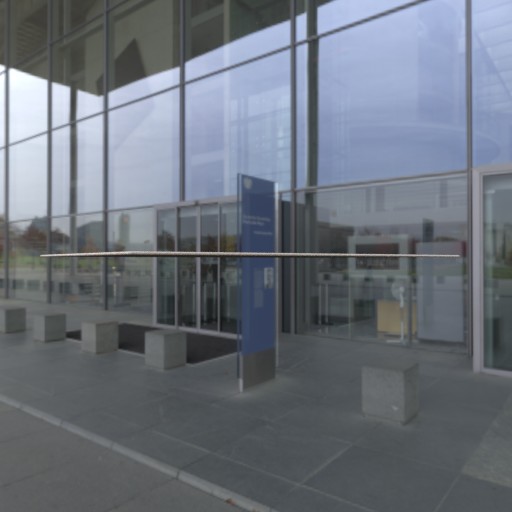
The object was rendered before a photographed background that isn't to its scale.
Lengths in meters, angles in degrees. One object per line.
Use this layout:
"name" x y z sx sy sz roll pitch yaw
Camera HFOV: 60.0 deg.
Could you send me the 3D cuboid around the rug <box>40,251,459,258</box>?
"rug" 0.000 0.000 2.892 2.286 0.011 1.524 0 -1 -37
